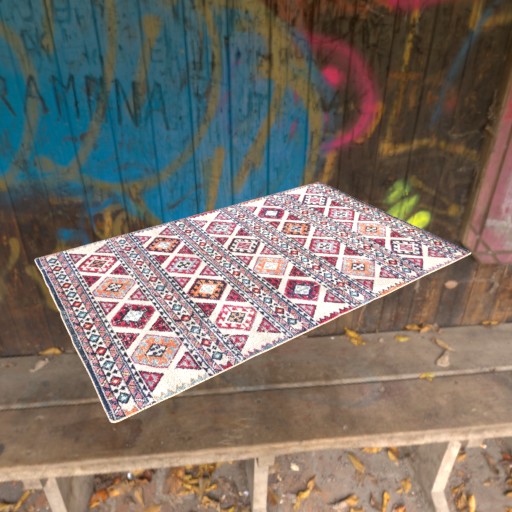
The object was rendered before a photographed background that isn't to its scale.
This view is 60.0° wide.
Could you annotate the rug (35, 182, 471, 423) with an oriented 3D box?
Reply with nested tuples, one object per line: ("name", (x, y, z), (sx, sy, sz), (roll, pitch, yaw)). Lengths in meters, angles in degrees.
("rug", (0.000, 0.000, 2.911), (2.440, 0.010, 1.545), (-19, 36, -29))
